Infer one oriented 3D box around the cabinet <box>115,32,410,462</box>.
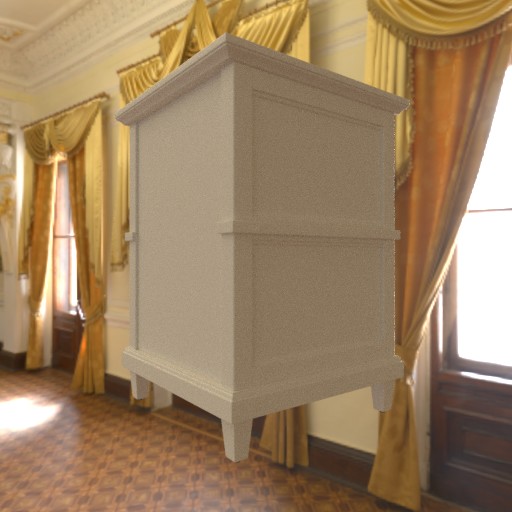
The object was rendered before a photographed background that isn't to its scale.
[{"bbox_3d":[0.000,0.000,1.149,0.547,0.775,0.544,0,0,-37],"label":"cabinet"}]
